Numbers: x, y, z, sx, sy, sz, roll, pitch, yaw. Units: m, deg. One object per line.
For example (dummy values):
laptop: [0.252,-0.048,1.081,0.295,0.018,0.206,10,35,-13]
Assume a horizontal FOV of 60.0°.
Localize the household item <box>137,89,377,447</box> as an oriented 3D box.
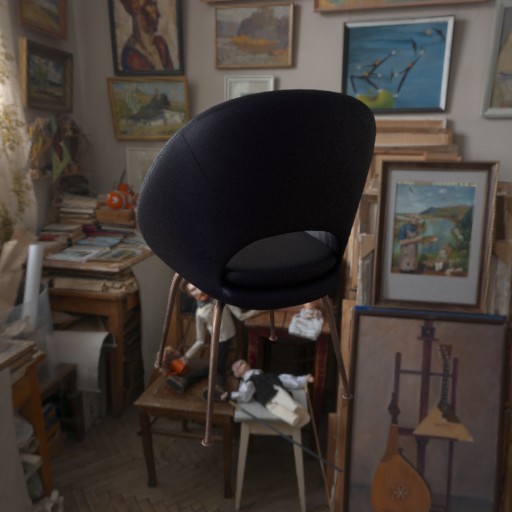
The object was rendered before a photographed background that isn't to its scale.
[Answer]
household item: [0.000,0.000,1.270,0.623,0.852,0.573,-8,17,-27]
